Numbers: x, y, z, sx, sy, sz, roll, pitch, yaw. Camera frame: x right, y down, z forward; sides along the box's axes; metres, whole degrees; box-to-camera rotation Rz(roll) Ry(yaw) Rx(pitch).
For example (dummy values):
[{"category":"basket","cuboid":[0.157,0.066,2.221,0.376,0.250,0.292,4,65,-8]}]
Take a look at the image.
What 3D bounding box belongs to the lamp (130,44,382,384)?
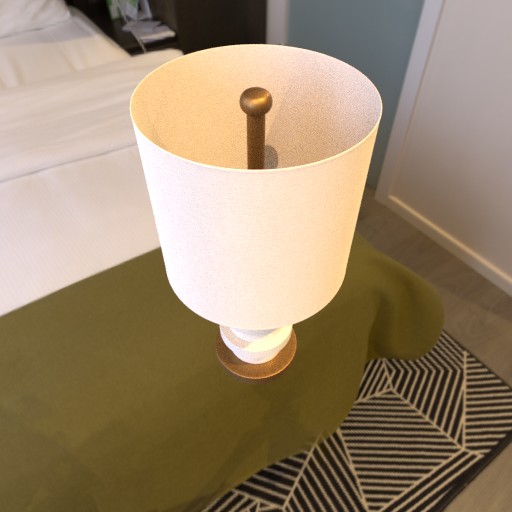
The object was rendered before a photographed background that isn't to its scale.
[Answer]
[{"category":"lamp","cuboid":[0.000,0.000,0.522,0.210,0.410,0.210,18,50,16]}]
